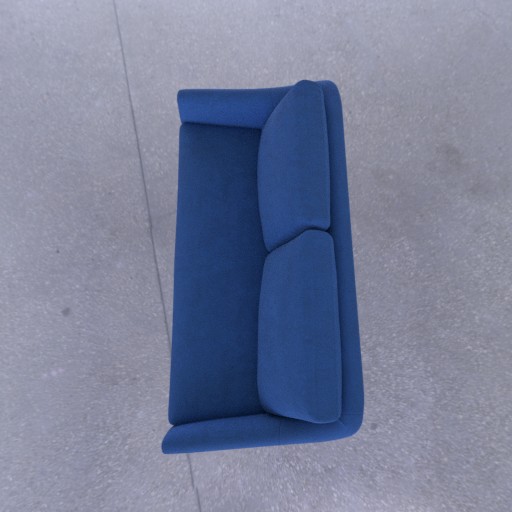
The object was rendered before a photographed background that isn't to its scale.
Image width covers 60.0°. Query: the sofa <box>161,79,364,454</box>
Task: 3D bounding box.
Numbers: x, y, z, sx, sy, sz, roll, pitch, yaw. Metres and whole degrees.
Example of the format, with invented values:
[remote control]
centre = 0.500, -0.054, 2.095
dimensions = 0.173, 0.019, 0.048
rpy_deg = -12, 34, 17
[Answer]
[sofa]
centre = 0.000, 0.000, 2.524
dimensions = 0.960, 0.903, 2.036
rpy_deg = -1, 74, 0
